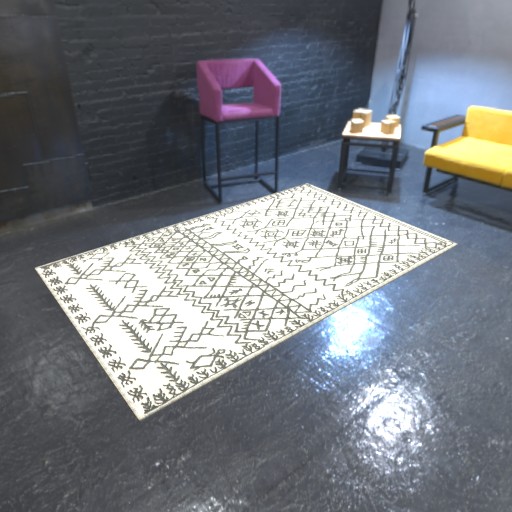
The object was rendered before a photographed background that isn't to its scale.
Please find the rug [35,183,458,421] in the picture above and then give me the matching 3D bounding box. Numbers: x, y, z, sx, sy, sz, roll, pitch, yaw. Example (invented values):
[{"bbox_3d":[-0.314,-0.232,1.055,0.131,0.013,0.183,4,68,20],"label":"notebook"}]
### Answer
[{"bbox_3d":[0.000,0.000,3.003,2.444,0.012,1.526,-22,37,-32],"label":"rug"}]
